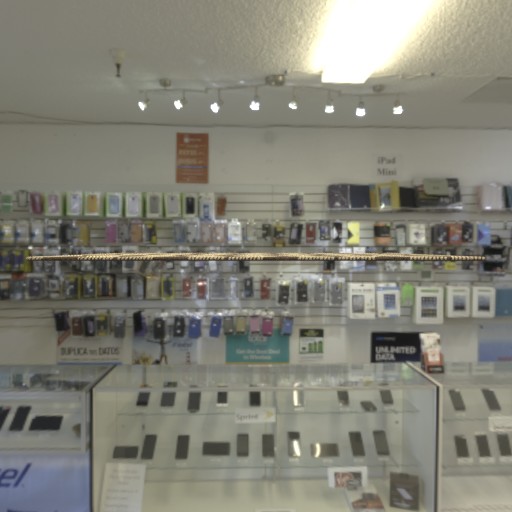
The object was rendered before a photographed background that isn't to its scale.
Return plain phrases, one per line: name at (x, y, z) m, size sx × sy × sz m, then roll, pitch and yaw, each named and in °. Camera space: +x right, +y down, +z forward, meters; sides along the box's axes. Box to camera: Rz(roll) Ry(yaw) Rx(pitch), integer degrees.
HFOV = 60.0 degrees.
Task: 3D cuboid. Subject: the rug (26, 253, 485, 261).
rug at (0.000, 0.000, 2.359) m, size 1.833 × 0.016 × 1.210 m, roll 0°, pitch 1°, yaw 0°
